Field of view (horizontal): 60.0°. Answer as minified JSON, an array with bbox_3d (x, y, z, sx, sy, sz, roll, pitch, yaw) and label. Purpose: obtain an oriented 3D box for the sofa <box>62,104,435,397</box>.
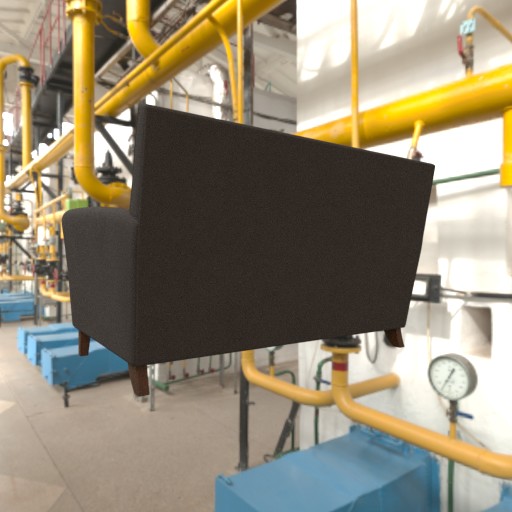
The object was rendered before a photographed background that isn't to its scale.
[{"bbox_3d":[0.000,0.000,1.935,1.420,0.846,0.871,0,0,-35],"label":"sofa"}]
